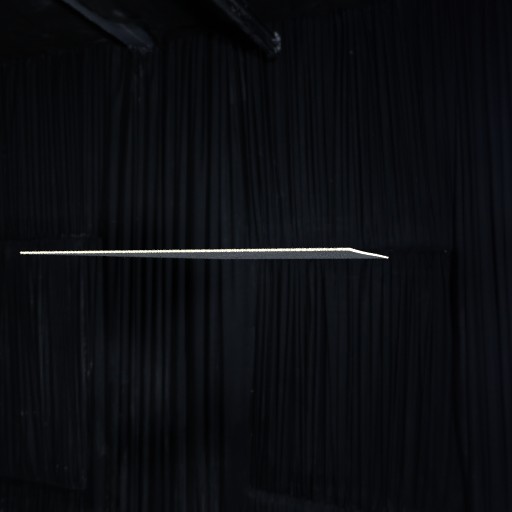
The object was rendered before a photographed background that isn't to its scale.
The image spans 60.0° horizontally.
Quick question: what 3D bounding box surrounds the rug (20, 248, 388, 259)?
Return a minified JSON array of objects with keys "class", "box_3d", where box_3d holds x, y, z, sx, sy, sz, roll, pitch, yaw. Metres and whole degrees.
[{"class":"rug","box_3d":[0.000,0.000,2.873,1.522,0.008,2.284,0,-1,20]}]
